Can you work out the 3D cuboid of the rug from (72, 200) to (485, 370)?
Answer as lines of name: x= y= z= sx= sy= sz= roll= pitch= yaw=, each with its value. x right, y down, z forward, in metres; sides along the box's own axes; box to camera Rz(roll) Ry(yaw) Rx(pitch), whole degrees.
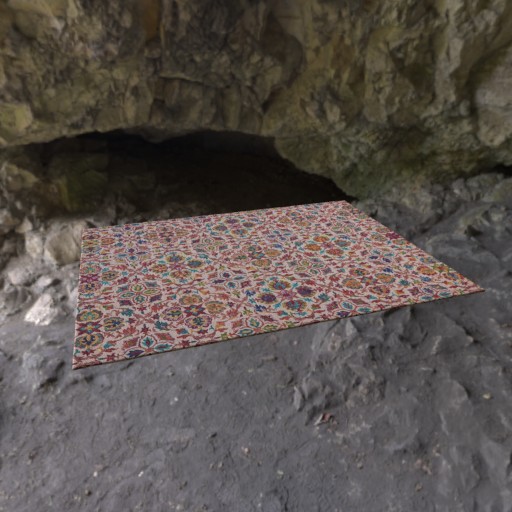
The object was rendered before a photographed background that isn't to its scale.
rug: x=0.000 y=0.000 z=4.270 sx=3.215 sy=0.020 sz=2.446 roll=-8 pitch=27 yaw=-16
